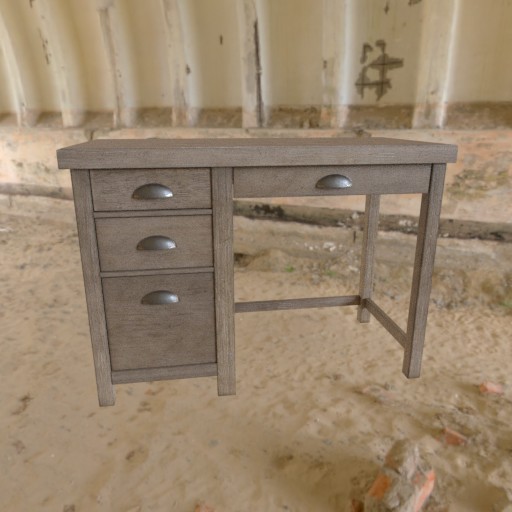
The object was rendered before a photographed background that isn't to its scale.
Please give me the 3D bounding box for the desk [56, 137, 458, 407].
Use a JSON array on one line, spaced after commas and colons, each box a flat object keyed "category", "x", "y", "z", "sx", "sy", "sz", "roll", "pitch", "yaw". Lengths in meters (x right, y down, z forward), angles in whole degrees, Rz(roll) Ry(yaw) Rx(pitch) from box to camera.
[{"category": "desk", "x": 0.000, "y": 0.000, "z": 1.823, "sx": 1.289, "sy": 0.912, "sz": 0.610, "roll": -3, "pitch": 18, "yaw": -8}]
